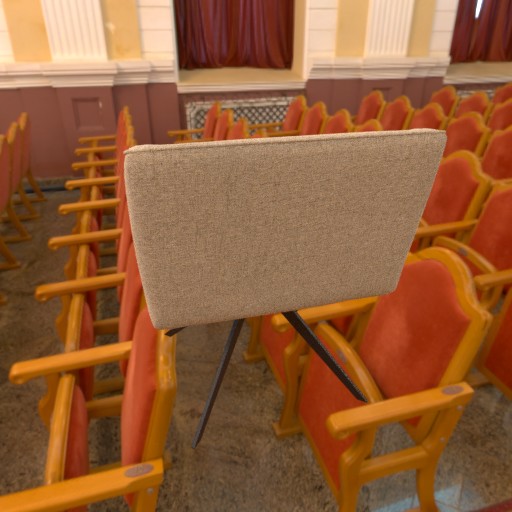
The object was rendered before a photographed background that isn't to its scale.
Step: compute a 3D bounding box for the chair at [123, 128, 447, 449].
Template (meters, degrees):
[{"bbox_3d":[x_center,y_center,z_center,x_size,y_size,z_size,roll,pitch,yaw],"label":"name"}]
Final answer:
[{"bbox_3d":[0.000,0.000,1.217,0.628,0.760,0.623,-7,27,-14],"label":"chair"}]
